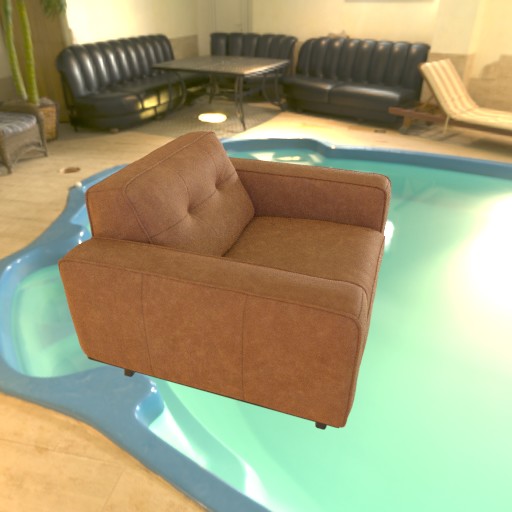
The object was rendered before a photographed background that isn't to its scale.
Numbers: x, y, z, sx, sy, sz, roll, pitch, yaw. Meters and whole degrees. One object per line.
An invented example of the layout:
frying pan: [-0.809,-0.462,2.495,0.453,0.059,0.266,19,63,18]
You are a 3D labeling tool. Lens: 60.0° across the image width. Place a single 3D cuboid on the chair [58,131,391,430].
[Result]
chair: [0.000,0.000,1.753,0.952,0.782,1.118,10,32,16]
